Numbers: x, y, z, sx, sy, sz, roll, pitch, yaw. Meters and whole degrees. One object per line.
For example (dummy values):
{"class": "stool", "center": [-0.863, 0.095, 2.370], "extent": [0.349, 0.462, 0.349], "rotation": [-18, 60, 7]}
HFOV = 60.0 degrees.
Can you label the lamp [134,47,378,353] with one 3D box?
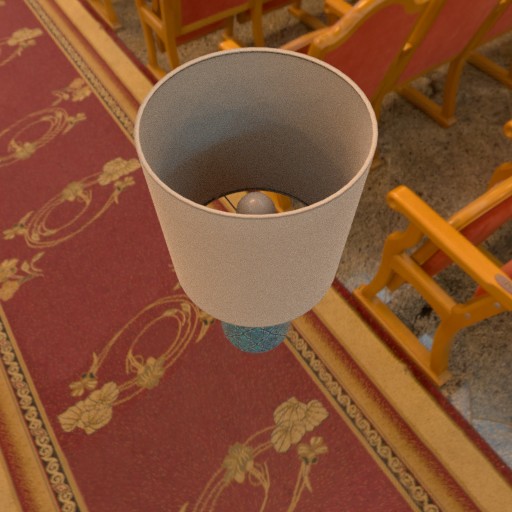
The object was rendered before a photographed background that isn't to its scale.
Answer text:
{"class": "lamp", "center": [0.000, 0.000, 0.765], "extent": [0.278, 0.597, 0.278], "rotation": [-30, 63, -17]}
